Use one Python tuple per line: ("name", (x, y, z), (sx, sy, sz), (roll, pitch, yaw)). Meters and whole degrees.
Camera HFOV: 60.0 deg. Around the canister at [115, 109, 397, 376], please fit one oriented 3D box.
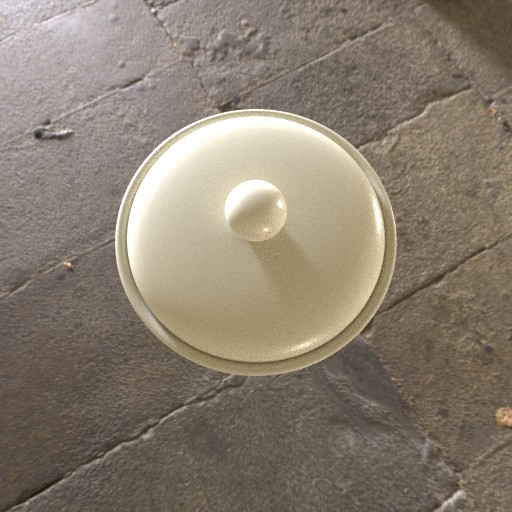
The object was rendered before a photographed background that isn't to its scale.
("canister", (0.000, 0.000, 0.342), (0.181, 0.211, 0.181), (0, 74, 0))
